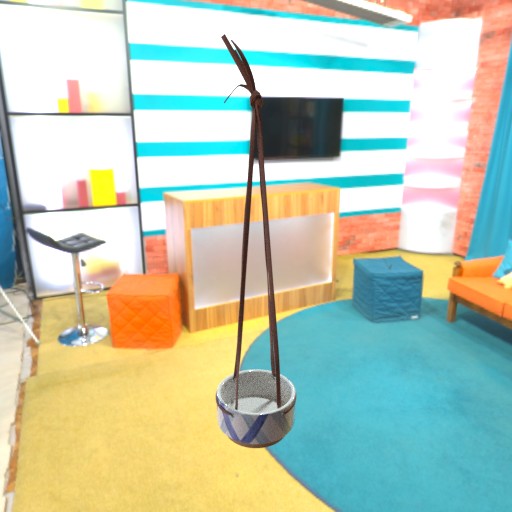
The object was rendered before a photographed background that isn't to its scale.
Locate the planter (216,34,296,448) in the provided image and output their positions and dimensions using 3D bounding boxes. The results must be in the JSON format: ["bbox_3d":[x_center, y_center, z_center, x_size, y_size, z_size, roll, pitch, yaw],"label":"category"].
[{"bbox_3d":[0.000,0.000,0.831,0.166,0.751,0.166,8,18,26],"label":"planter"}]
